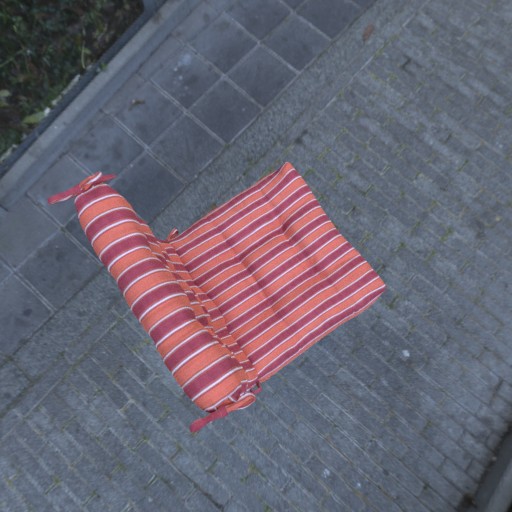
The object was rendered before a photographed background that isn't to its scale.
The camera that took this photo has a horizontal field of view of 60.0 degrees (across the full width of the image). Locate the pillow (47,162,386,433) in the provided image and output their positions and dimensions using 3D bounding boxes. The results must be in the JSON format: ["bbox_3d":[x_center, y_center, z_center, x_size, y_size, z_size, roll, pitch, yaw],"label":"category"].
[{"bbox_3d":[0.000,0.000,1.030,0.571,0.605,0.519,-34,77,-9],"label":"pillow"}]
